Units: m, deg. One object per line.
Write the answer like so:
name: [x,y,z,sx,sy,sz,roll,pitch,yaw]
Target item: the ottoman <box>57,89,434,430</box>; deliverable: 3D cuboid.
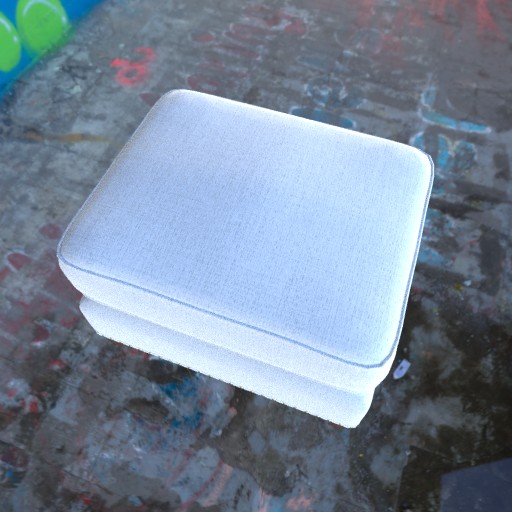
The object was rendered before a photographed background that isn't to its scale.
ottoman: [0.000,0.000,1.142,0.738,0.537,0.589,18,61,10]
